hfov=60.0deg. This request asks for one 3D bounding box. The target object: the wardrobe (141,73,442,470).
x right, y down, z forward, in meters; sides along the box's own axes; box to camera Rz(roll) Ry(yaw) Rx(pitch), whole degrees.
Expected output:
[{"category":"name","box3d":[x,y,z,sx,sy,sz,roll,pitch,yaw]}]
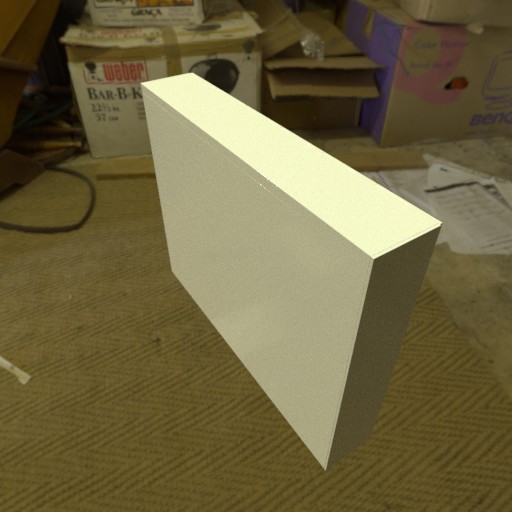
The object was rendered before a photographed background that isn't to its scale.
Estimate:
[{"category":"wardrobe","box3d":[0.000,0.000,4.047,0.580,2.360,3.000,-23,46,-25]}]
